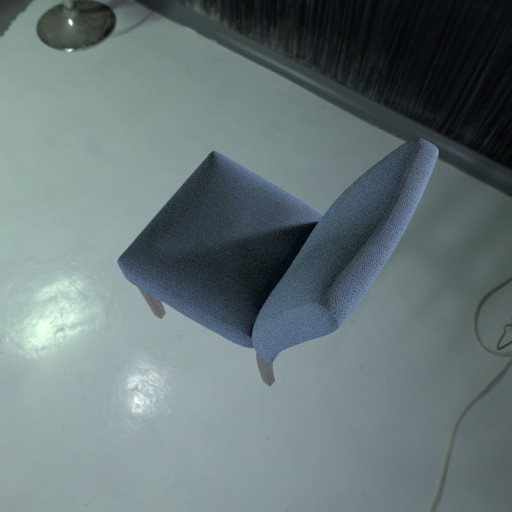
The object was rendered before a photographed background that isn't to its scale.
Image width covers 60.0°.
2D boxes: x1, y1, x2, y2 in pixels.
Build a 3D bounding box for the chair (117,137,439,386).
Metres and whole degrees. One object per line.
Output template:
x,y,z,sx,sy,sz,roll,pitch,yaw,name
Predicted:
0.000,0.000,1.249,0.629,0.882,0.487,30,67,14,chair
